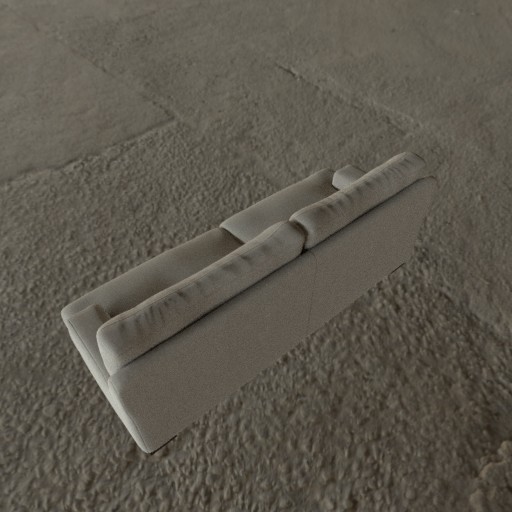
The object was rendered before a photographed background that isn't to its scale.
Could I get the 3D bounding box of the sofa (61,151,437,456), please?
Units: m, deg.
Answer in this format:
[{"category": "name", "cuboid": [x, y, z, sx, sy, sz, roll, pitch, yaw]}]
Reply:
[{"category": "sofa", "cuboid": [0.000, 0.000, 2.859, 2.354, 0.980, 0.962, -31, 53, -27]}]
